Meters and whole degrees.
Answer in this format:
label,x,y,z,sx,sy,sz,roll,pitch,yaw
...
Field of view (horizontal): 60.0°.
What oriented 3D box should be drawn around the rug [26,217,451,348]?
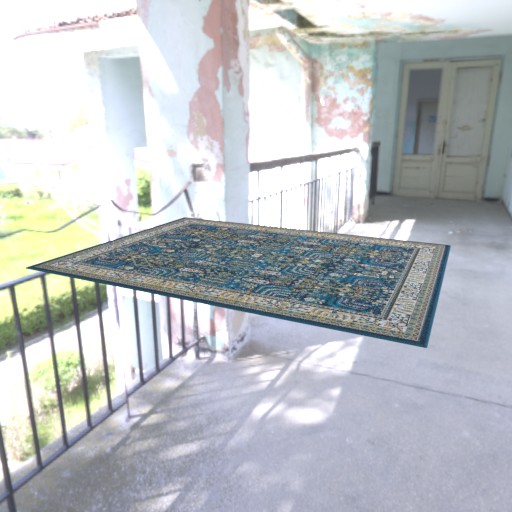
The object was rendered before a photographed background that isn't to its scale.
label,x,y,z,sx,sy,sz,roll,pitch,yaw
rug,0.000,0.000,3.890,3.044,0.015,2.226,8,18,25
